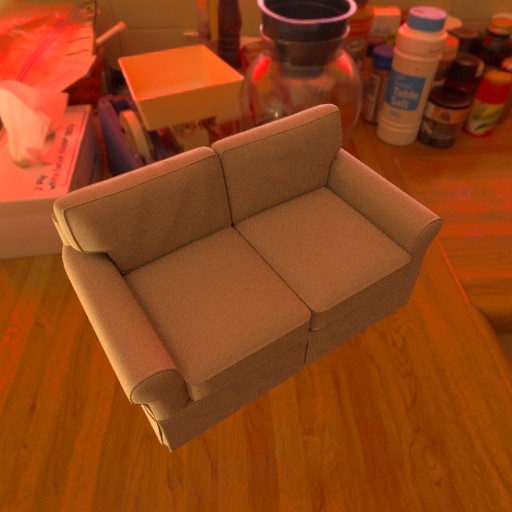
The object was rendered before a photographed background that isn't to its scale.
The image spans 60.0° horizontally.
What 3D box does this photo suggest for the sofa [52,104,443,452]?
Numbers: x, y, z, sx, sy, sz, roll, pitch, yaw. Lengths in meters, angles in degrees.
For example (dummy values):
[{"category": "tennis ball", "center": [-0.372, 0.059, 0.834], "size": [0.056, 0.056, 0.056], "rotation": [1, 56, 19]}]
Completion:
[{"category": "sofa", "center": [0.000, 0.000, 2.318], "size": [1.727, 0.940, 0.991], "rotation": [-26, 52, -22]}]
